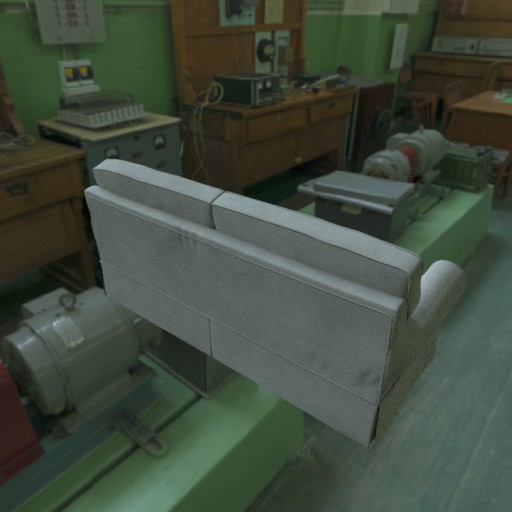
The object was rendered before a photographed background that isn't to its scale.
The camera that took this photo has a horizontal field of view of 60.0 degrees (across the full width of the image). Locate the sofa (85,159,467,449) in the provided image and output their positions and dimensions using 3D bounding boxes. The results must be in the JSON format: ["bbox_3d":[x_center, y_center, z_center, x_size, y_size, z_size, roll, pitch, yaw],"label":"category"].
[{"bbox_3d":[0.000,0.000,2.723,2.246,1.014,0.900,21,36,33],"label":"sofa"}]
